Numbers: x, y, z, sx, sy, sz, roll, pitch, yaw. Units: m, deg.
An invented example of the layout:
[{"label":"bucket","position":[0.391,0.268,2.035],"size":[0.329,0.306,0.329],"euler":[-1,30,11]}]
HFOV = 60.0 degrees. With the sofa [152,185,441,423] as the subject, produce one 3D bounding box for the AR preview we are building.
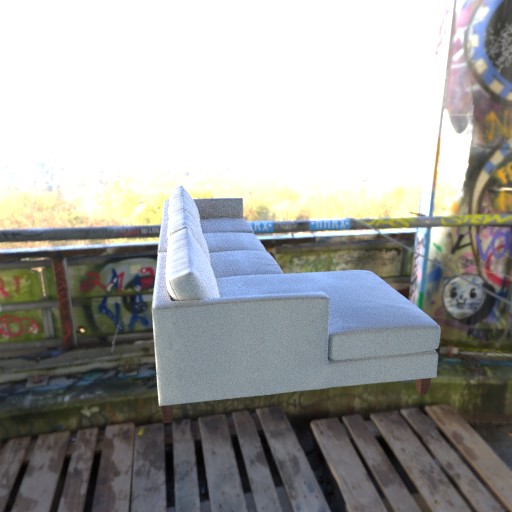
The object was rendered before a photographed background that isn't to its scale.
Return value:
[{"label":"sofa","position":[0.000,0.000,3.872],"size":[1.625,0.861,3.186],"euler":[-3,17,-10]}]
